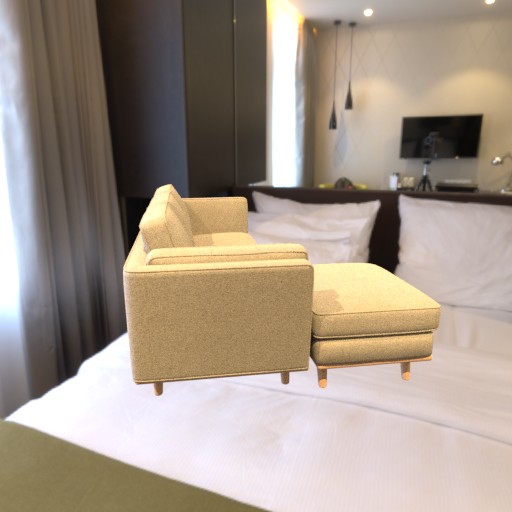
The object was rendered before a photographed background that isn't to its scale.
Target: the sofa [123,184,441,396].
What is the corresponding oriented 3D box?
[{"bbox_3d":[0.000,0.000,3.269,1.604,0.929,2.411,-2,14,-9],"label":"sofa"}]
